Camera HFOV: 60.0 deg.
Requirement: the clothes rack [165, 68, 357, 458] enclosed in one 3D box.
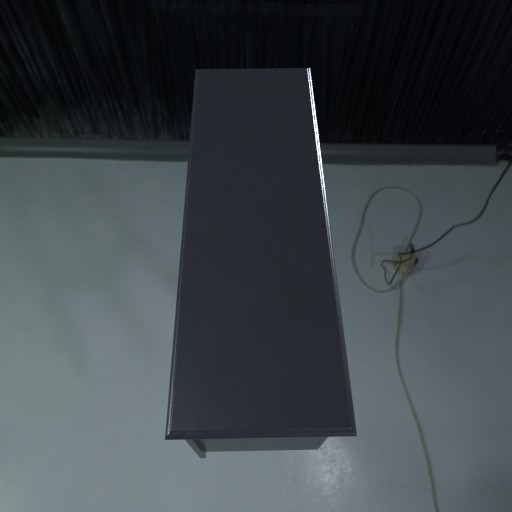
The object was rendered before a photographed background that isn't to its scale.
[{"bbox_3d":[0.000,0.000,1.477,0.406,0.556,1.219,-1,59,-1],"label":"clothes rack"}]
